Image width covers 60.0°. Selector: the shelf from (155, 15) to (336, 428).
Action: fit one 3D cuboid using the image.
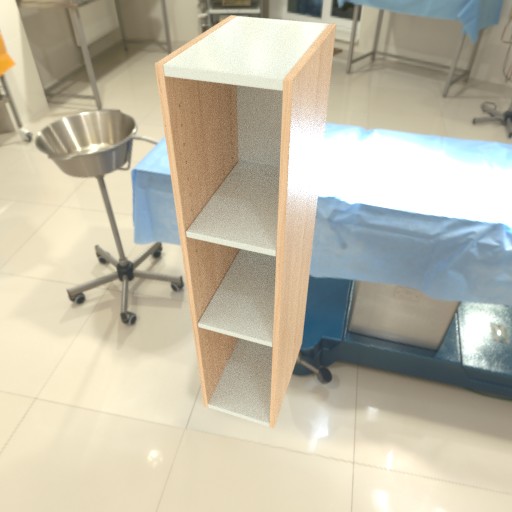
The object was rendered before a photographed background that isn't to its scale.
[{"bbox_3d":[0.000,0.000,0.978,0.197,0.882,0.290,12,42,14],"label":"shelf"}]
